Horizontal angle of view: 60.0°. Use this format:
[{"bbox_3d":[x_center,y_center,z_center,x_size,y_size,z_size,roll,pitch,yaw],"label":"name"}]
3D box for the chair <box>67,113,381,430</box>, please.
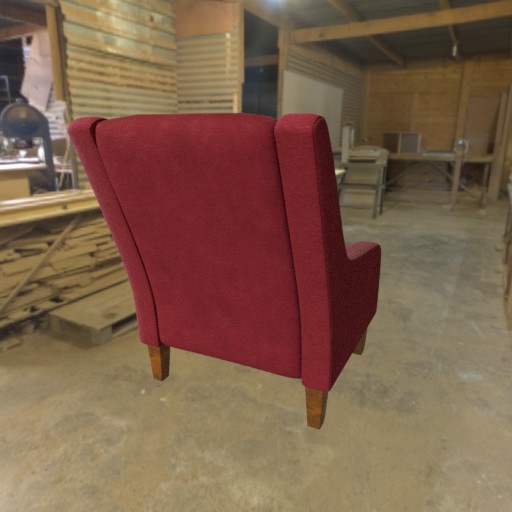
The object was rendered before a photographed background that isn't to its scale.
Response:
[{"bbox_3d":[0.000,0.000,1.700,0.793,1.017,0.985,8,18,26],"label":"chair"}]
